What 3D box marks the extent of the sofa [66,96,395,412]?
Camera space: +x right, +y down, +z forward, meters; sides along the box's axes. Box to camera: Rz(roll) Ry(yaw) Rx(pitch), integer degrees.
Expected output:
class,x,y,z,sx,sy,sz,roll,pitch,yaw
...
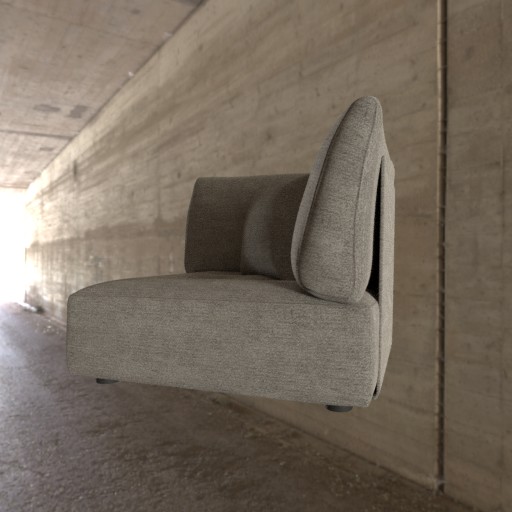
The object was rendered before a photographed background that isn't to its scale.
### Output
class,x,y,z,sx,sy,sz,roll,pitch,yaw
sofa,0.000,0.000,1.712,1.000,0.820,1.000,0,0,20
